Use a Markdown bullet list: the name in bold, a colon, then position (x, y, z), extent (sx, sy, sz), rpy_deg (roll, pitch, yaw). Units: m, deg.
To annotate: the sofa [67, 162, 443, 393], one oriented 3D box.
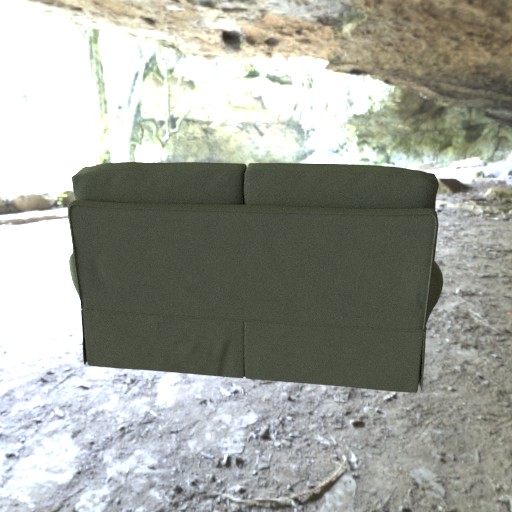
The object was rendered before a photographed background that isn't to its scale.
- **sofa**: position (0.000, 0.000, 2.411), extent (1.823, 1.024, 0.841), rpy_deg (2, 15, 9)
